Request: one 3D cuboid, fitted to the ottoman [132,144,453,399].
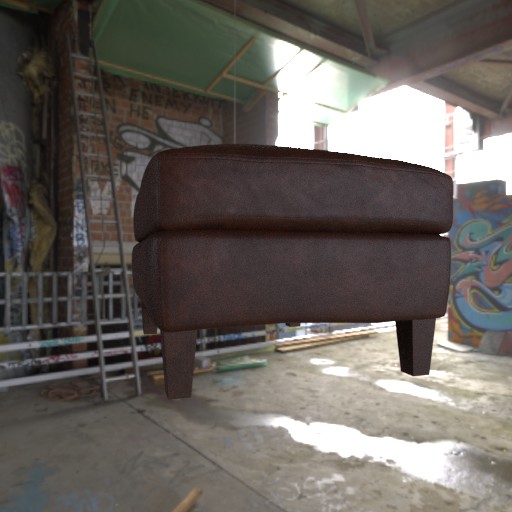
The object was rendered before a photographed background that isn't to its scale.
[{"bbox_3d":[0.000,0.000,1.255,0.659,0.527,0.887,0,0,-18],"label":"ottoman"}]
